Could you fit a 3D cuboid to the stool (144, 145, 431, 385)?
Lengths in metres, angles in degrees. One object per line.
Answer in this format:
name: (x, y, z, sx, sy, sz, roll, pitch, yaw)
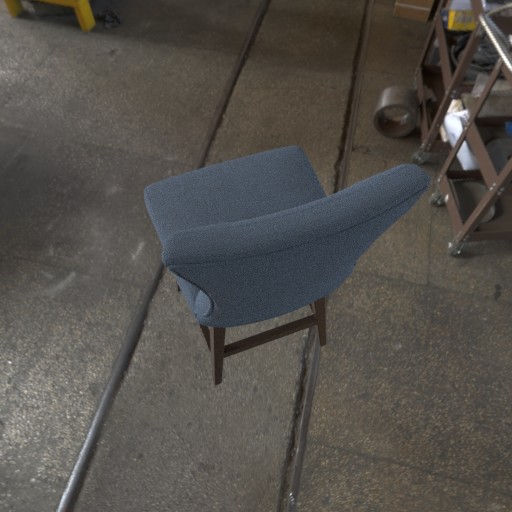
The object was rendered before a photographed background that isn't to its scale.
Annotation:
stool: (0.000, 0.000, 1.294, 0.514, 1.000, 0.574, -18, 60, -11)
